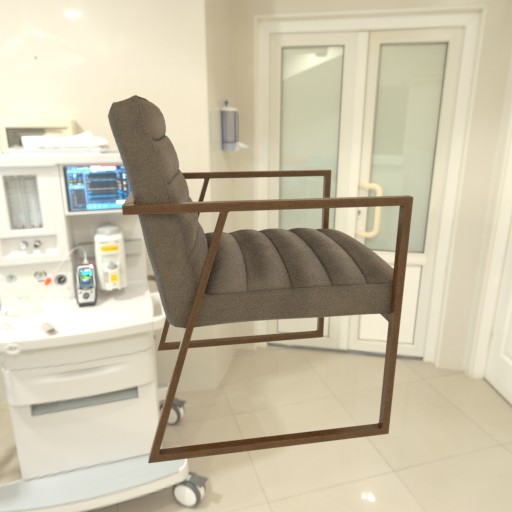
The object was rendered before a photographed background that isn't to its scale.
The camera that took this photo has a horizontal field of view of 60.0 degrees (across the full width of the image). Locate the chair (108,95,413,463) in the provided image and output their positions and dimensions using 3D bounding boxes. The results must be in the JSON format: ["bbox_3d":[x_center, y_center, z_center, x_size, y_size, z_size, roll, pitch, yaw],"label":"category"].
[{"bbox_3d":[0.000,0.000,1.270,0.682,0.843,0.578,-3,17,-9],"label":"chair"}]
